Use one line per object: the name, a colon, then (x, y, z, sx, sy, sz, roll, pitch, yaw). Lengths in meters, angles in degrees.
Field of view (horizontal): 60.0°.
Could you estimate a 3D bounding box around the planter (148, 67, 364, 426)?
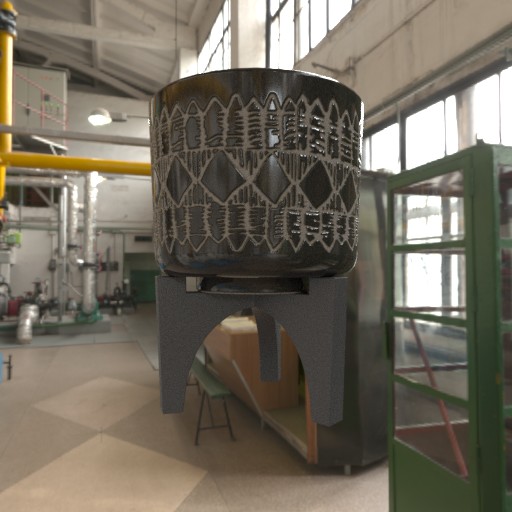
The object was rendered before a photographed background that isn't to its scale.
planter: (0.000, 0.000, 0.272, 0.129, 0.177, 0.129, 0, -1, 0)
